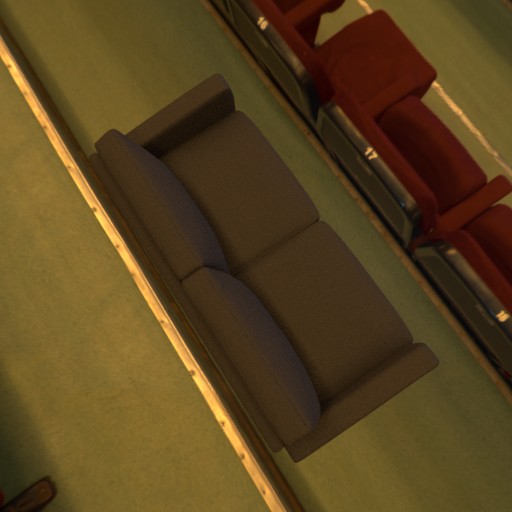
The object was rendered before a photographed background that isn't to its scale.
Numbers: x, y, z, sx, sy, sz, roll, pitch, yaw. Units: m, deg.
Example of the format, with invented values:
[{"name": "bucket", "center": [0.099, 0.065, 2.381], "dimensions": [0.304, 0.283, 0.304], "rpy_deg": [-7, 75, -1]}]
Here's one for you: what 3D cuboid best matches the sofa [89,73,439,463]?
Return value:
[{"name": "sofa", "center": [0.000, 0.000, 2.312], "dimensions": [0.898, 0.839, 1.852], "rpy_deg": [-33, 77, -9]}]
